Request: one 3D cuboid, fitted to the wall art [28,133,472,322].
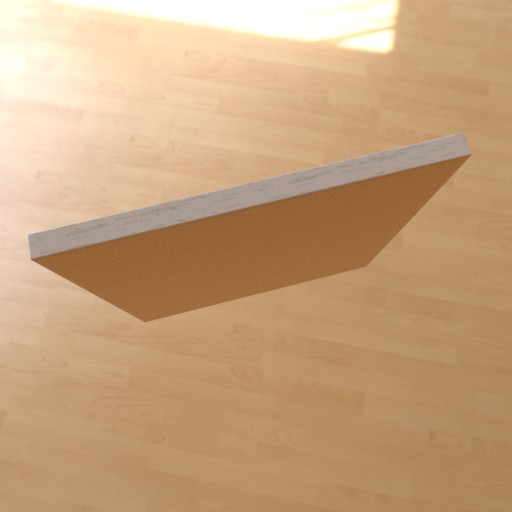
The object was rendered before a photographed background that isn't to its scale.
[{"bbox_3d":[0.000,0.000,1.877,1.287,1.288,0.078,-14,74,-4],"label":"wall art"}]
